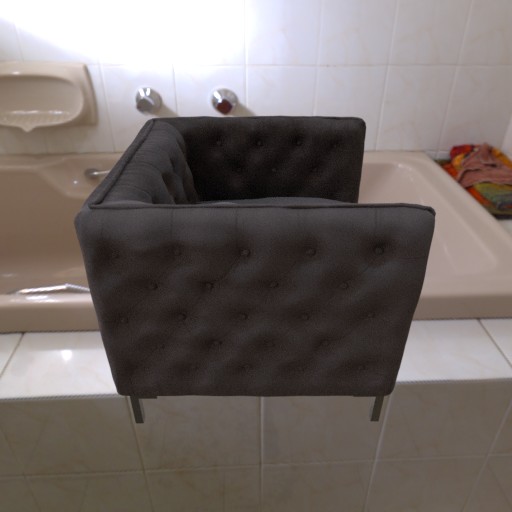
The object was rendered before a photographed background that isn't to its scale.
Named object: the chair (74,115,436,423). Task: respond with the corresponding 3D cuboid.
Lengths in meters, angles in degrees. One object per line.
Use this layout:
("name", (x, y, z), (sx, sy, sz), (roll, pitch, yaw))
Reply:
("chair", (0.000, 0.000, 1.633), (0.913, 0.807, 0.946), (0, 32, 0))
